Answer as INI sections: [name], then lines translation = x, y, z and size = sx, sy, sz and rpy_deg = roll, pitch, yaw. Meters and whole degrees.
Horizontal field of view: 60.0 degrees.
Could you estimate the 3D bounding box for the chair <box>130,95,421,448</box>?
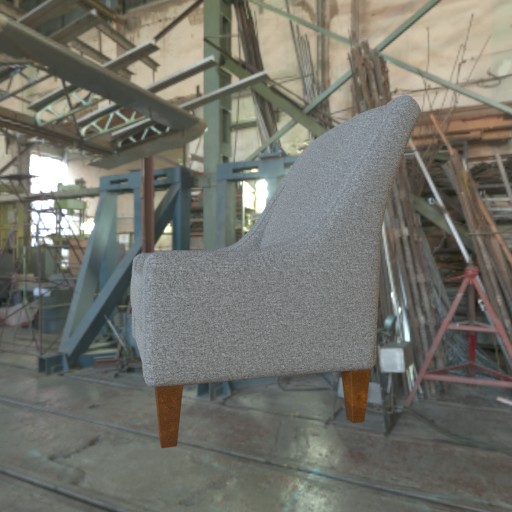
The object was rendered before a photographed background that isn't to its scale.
[chair]
translation = 0.000, 0.000, 1.617
size = 0.870, 1.016, 0.774
rpy_deg = 0, 0, -18
